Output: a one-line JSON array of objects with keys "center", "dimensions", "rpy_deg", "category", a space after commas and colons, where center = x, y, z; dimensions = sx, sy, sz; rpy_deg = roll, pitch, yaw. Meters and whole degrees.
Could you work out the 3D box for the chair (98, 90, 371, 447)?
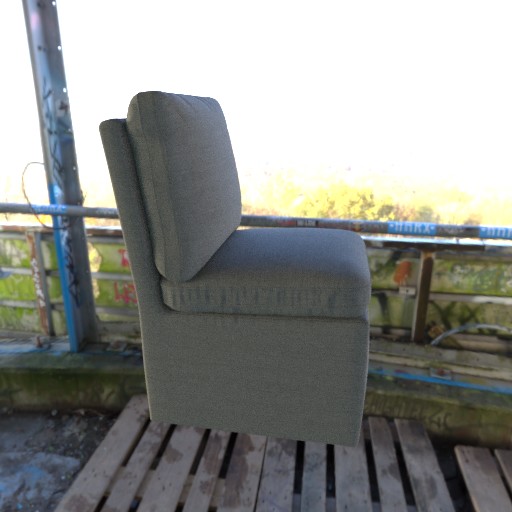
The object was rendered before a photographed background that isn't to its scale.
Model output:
[{"center": [0.000, 0.000, 1.344], "dimensions": [0.698, 0.927, 0.503], "rpy_deg": [3, 18, 10], "category": "chair"}]
